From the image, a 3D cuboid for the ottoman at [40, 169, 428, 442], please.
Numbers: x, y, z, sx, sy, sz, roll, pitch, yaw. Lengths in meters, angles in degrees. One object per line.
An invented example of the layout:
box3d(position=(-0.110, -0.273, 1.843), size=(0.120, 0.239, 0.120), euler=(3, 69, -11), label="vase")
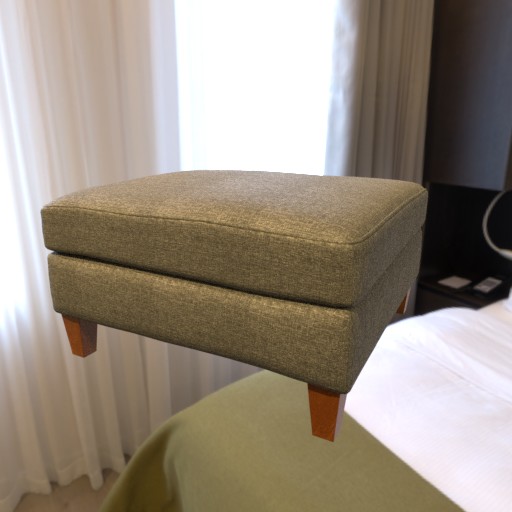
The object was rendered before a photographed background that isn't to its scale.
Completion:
box3d(position=(0.000, 0.000, 1.321), size=(0.838, 0.481, 0.838), euler=(9, 18, 27), label="ottoman")
